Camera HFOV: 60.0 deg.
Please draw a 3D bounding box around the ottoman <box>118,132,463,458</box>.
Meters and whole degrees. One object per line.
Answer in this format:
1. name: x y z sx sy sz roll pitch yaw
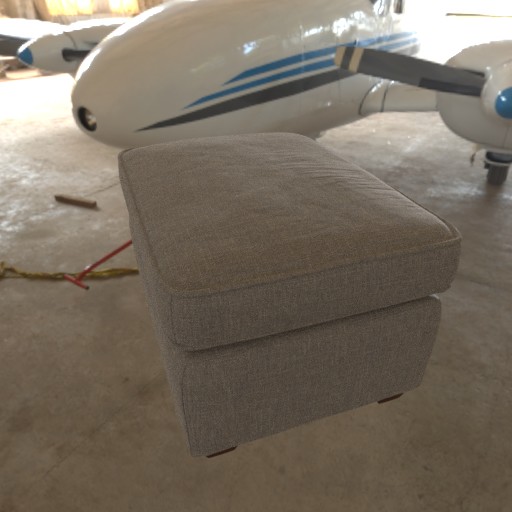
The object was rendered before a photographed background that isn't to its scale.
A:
1. ottoman: 0.000 0.000 1.091 0.559 0.457 0.762 -11 32 -17
